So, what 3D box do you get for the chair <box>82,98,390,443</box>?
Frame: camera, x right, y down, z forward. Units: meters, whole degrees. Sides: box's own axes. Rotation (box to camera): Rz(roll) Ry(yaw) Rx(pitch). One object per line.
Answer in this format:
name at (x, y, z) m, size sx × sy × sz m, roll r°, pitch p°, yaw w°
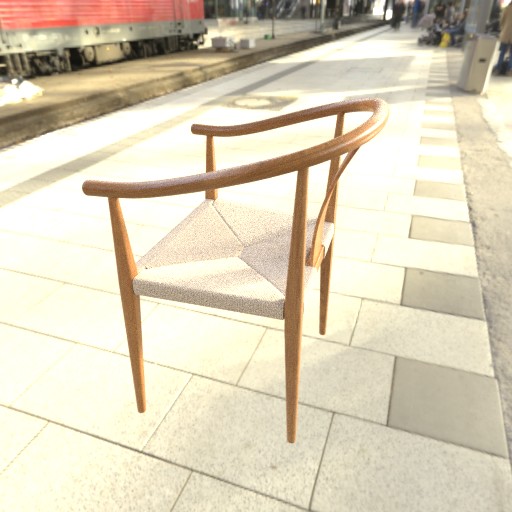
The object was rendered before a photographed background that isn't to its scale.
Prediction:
chair at (0.000, 0.000, 1.184) m, size 0.579 × 0.800 × 0.556 m, roll 9°, pitch 31°, yaw 15°
